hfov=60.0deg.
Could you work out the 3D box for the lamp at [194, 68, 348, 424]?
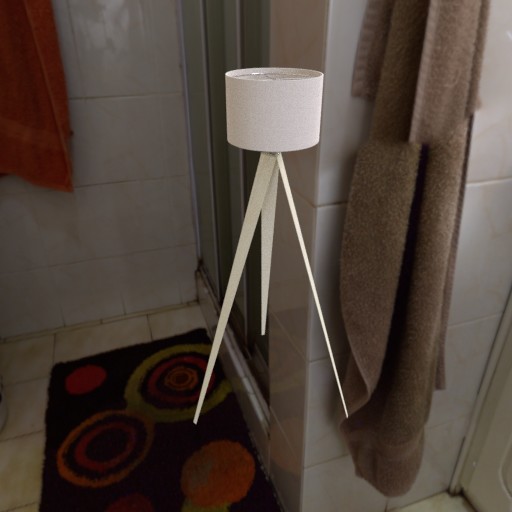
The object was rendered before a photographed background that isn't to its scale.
[{"bbox_3d":[0.000,0.000,1.976,0.724,1.524,0.716,-8,30,-15],"label":"lamp"}]
